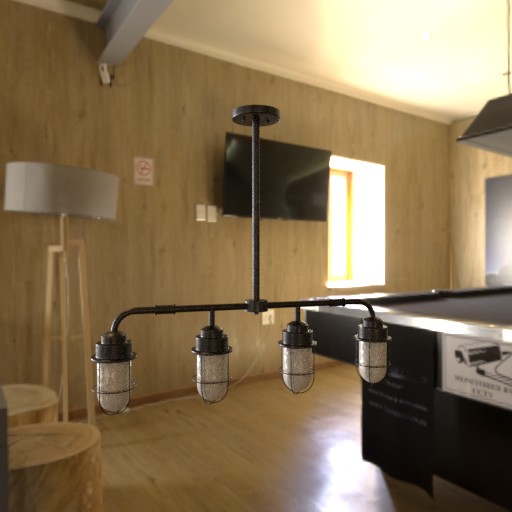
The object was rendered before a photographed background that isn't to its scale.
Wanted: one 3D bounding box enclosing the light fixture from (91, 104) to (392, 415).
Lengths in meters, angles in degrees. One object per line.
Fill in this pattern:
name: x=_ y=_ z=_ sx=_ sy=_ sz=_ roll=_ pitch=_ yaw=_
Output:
light fixture: x=0.000 y=0.000 z=1.217 sx=0.852 sy=0.785 sz=0.131 roll=0 pitch=1 yaw=-19
